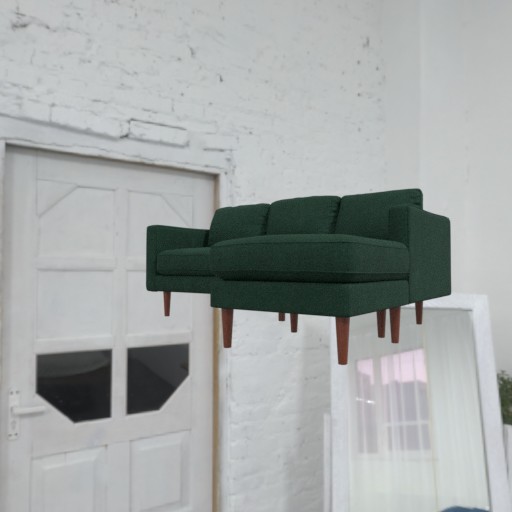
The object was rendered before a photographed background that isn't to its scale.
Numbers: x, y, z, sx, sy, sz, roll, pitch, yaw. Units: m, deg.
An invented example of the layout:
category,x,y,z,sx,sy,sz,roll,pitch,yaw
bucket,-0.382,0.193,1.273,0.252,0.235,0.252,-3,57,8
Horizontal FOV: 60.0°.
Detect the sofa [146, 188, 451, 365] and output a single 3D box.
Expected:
category,x,y,z,sx,sy,sz,roll,pitch,yaw
sofa,0.000,0.000,2.859,2.030,0.899,1.580,-1,-2,37
